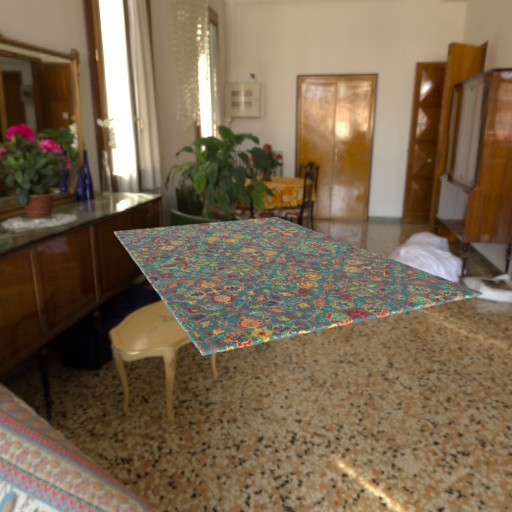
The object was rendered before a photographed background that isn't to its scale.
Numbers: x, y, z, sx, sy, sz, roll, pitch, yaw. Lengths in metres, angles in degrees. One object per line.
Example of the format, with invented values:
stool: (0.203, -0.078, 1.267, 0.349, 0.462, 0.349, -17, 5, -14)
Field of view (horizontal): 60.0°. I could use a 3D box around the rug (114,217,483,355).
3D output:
rug: (0.000, 0.000, 2.382, 1.216, 0.014, 1.836, -7, 17, -24)
